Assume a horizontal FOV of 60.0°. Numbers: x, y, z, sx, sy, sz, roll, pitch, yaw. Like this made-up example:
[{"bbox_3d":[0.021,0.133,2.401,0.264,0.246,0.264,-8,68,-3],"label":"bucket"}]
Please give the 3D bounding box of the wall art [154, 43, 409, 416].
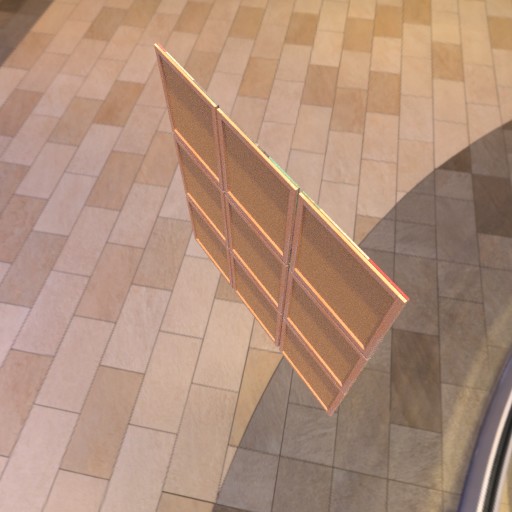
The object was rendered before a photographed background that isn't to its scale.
[{"bbox_3d":[0.000,0.000,1.350,0.012,0.910,0.911,-31,63,-18],"label":"wall art"}]
